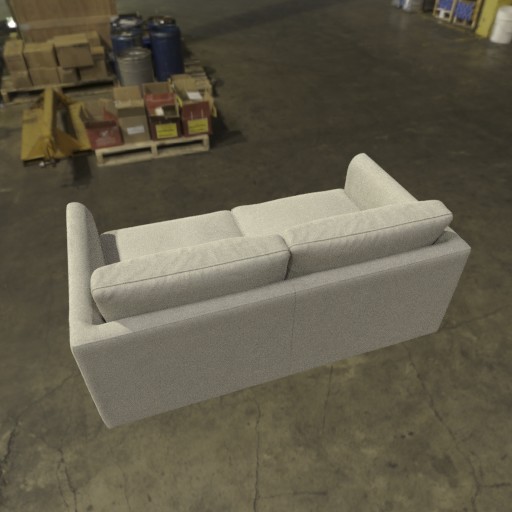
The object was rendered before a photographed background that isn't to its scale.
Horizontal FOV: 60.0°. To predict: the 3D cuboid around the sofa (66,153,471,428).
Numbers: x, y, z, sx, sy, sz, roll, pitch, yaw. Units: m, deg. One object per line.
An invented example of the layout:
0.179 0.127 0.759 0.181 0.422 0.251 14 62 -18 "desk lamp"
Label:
0.000 0.000 2.482 1.905 0.839 1.091 -12 42 -14 "sofa"
